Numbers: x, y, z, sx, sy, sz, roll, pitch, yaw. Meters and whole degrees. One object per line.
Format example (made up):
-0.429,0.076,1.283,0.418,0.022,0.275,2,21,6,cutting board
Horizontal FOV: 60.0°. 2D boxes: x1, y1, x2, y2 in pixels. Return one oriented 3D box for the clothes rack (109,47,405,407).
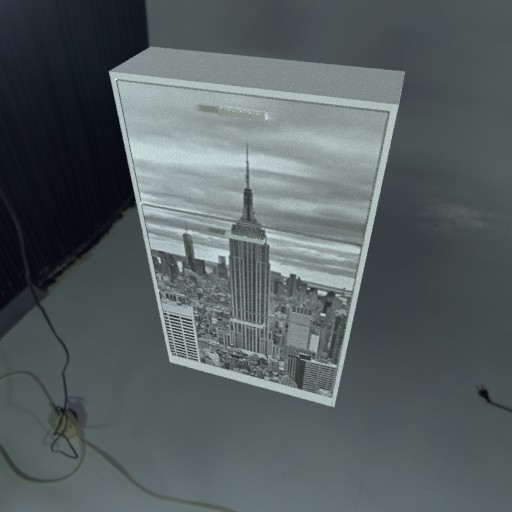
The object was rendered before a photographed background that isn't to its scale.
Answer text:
0.000,0.000,1.589,0.750,1.280,0.250,12,42,13,clothes rack
